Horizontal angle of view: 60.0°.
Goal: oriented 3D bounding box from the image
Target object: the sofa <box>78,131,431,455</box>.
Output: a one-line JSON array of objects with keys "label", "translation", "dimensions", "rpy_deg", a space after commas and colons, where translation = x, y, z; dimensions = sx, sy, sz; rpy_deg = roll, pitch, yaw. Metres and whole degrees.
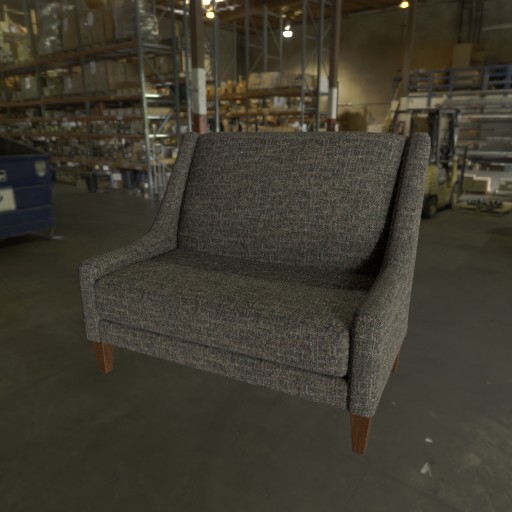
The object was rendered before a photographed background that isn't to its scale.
[{"label": "sofa", "translation": [0.000, 0.000, 1.889], "dimensions": [1.242, 1.021, 0.870], "rpy_deg": [8, 18, 26]}]
